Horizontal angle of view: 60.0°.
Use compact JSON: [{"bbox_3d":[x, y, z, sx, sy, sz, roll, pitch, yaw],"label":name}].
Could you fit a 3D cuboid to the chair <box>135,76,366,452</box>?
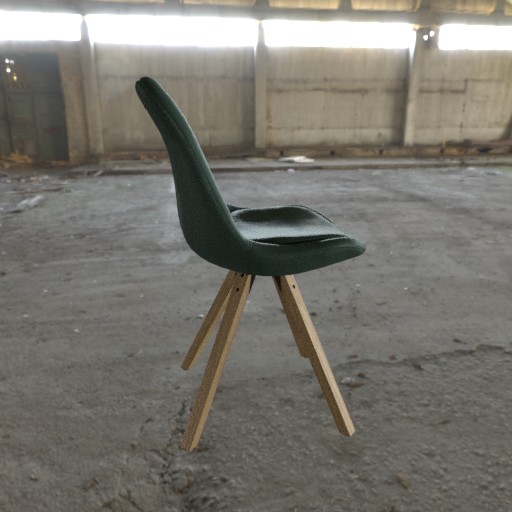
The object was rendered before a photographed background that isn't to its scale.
[{"bbox_3d":[0.000,0.000,1.185,0.547,0.865,0.483,-3,17,-9],"label":"chair"}]
